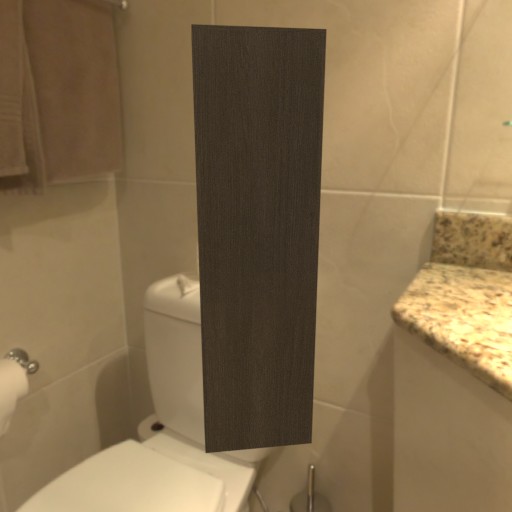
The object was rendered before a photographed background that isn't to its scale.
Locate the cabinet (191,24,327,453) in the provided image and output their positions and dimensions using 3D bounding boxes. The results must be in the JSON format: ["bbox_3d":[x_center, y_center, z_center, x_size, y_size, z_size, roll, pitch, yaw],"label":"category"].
[{"bbox_3d":[0.000,0.000,1.954,0.500,1.790,0.230,-2,14,-8],"label":"cabinet"}]
